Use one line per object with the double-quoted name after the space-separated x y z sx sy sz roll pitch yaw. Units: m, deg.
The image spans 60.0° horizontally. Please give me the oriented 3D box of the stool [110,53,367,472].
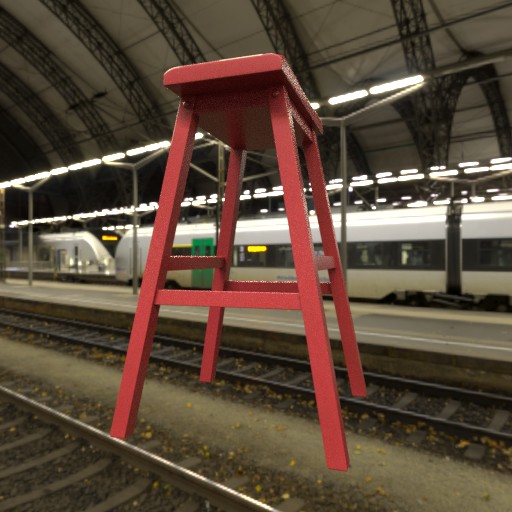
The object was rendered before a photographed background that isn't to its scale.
0.000 0.000 1.045 0.476 0.737 0.457 0 0 18 "stool"
